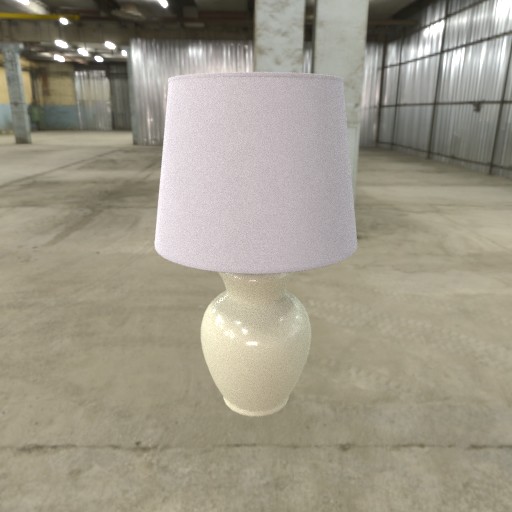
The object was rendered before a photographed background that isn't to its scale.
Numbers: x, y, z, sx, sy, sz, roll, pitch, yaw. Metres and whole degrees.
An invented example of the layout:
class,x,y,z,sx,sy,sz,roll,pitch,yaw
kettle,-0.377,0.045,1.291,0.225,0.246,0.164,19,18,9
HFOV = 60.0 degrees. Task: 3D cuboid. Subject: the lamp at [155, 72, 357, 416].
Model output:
class,x,y,z,sx,sy,sz,roll,pitch,yaw
lamp,0.000,0.000,0.541,0.239,0.399,0.239,0,17,0
